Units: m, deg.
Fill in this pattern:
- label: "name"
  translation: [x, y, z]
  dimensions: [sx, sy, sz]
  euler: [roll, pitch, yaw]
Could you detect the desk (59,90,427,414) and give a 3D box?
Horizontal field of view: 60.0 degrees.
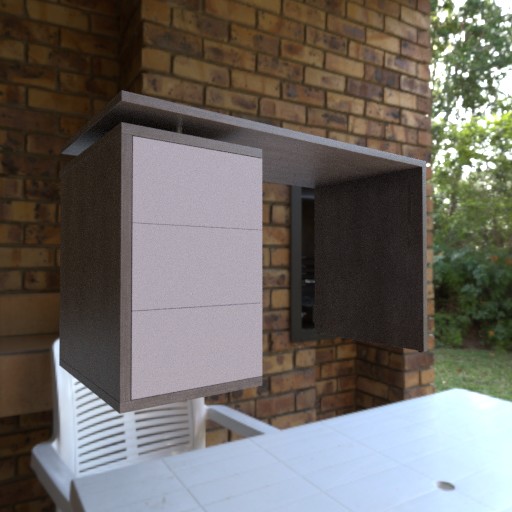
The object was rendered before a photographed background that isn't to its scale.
- label: "desk"
  translation: [0.000, 0.000, 1.607]
  dimensions: [1.200, 0.740, 0.600]
  euler: [1, -1, -36]
